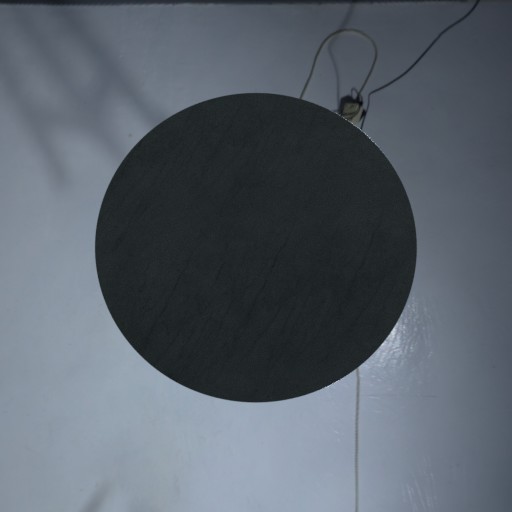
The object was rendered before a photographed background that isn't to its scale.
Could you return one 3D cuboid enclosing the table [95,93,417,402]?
[{"bbox_3d":[0.000,0.000,1.323,0.800,0.450,0.800,0,76,0],"label":"table"}]
